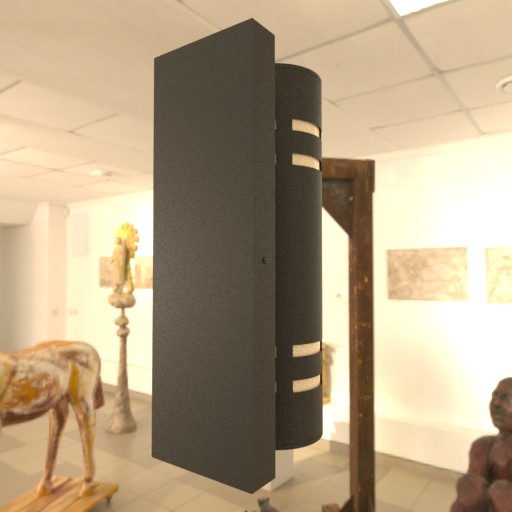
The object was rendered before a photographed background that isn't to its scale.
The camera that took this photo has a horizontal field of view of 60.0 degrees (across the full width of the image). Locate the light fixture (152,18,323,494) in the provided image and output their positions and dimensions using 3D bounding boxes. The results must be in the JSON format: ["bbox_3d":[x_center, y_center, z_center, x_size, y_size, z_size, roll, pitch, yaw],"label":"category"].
[{"bbox_3d":[0.000,0.000,0.397,0.105,0.330,0.149,-1,-2,36],"label":"light fixture"}]
